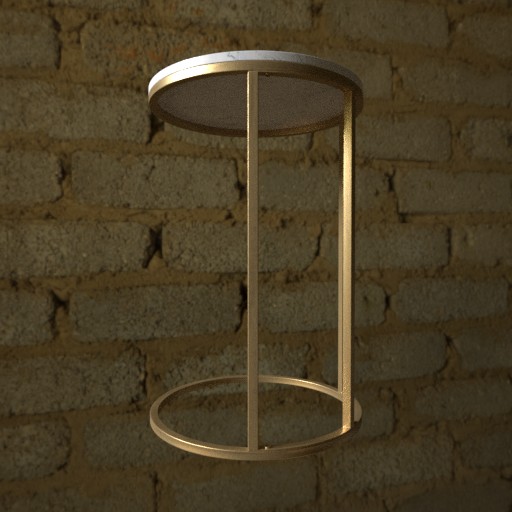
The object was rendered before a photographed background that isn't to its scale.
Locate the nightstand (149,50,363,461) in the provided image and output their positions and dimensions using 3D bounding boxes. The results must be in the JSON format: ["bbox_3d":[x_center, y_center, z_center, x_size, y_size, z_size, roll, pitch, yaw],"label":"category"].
[{"bbox_3d":[0.000,0.000,0.855,0.400,0.610,0.400,1,1,36],"label":"nightstand"}]
